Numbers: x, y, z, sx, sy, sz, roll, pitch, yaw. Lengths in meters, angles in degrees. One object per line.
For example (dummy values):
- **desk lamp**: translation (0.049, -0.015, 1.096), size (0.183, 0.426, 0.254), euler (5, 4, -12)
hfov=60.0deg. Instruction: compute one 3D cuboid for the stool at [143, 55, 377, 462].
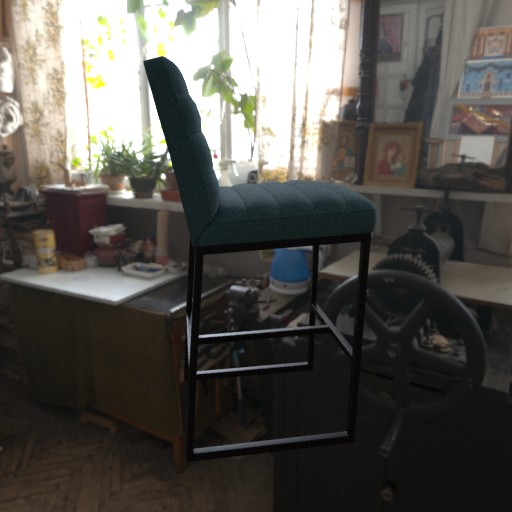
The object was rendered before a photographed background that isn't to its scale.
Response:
- **stool**: translation (0.000, 0.000, 1.325), size (0.560, 1.040, 0.460), euler (-3, 16, -9)
